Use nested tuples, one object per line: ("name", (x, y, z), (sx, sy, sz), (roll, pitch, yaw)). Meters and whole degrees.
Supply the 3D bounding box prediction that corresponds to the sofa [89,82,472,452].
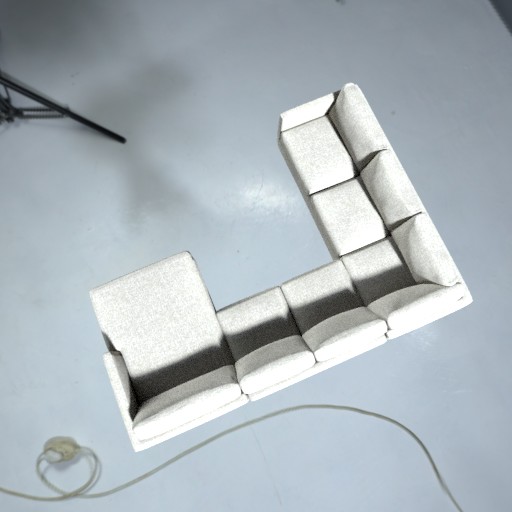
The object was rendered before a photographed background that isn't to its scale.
("sofa", (0.000, 0.000, 4.568), (3.460, 0.959, 2.593), (-23, 78, -5))
